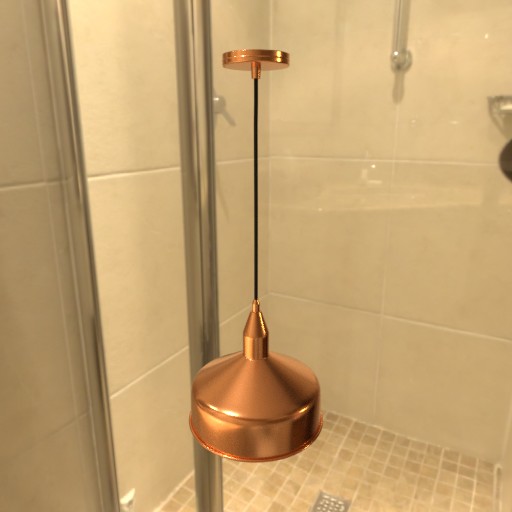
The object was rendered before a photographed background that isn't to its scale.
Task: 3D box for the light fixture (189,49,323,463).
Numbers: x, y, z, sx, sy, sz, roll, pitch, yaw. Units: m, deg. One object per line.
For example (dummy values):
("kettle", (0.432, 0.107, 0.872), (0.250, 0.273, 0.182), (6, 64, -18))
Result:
("light fixture", (0.000, 0.000, 0.903), (0.301, 0.754, 0.301), (-2, 16, -7))
